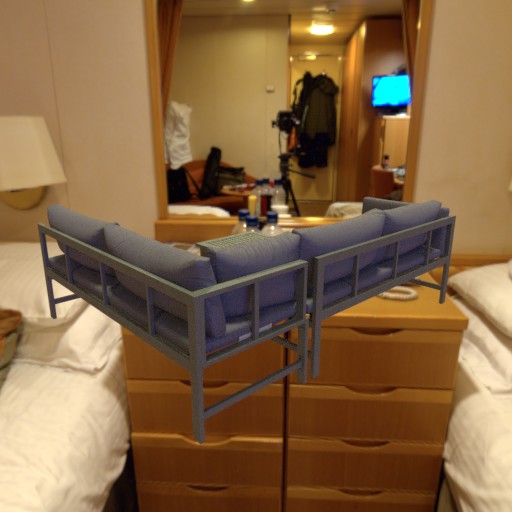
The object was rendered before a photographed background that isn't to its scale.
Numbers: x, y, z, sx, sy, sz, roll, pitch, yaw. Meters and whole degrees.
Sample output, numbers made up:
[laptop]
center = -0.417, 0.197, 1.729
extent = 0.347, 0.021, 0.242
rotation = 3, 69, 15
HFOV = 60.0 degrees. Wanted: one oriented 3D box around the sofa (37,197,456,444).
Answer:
[sofa]
center = 0.000, 0.000, 2.929
extent = 2.149, 0.762, 1.658
rotation = -15, 22, -41
